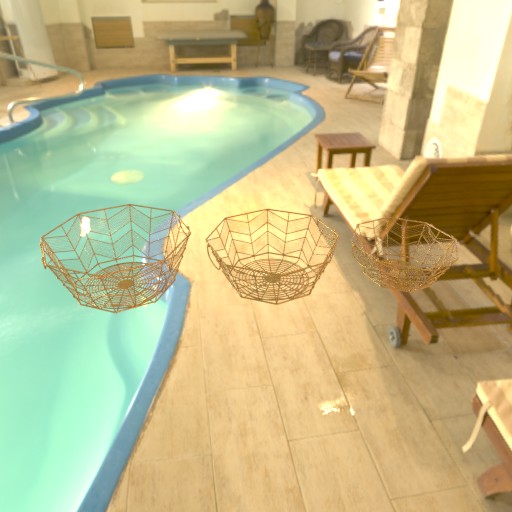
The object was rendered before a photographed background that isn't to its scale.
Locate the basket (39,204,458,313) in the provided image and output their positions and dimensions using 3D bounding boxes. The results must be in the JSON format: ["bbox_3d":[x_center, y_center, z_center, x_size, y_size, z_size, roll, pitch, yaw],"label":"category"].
[{"bbox_3d":[0.000,0.000,1.359,1.245,0.178,0.432,-2,31,-3],"label":"basket"}]
